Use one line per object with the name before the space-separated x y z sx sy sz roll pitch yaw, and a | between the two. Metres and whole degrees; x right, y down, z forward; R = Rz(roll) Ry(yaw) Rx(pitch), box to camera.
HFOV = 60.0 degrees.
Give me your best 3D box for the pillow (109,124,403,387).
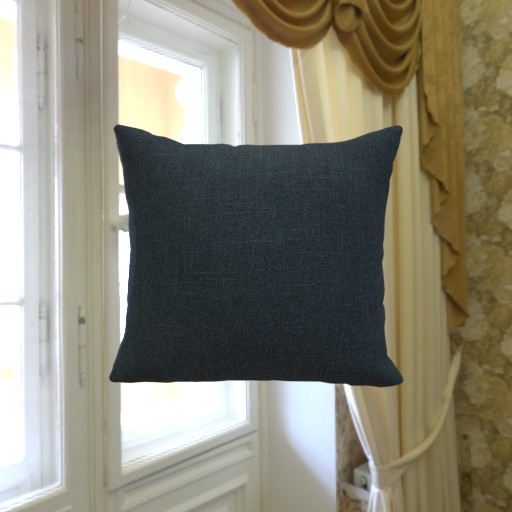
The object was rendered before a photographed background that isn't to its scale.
pillow | 0.000 0.000 0.822 0.546 0.487 0.180 0 0 0
